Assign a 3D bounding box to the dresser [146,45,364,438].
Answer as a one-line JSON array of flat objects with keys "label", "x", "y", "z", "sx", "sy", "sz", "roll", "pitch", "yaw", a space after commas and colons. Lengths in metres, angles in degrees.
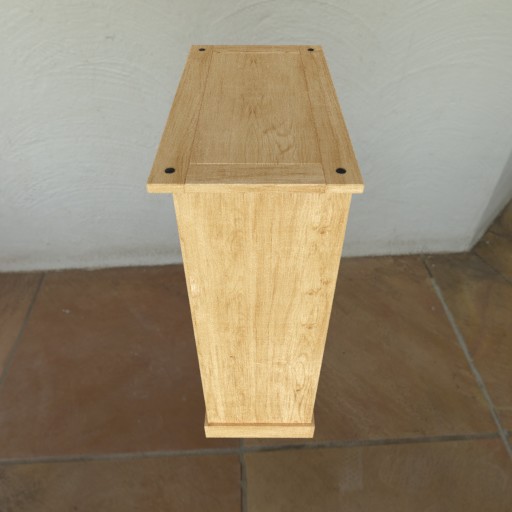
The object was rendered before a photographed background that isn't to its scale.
[{"label": "dresser", "x": 0.000, "y": 0.000, "z": 1.756, "sx": 0.485, "sy": 1.300, "sz": 0.915, "roll": 0, "pitch": 43, "yaw": 0}]
